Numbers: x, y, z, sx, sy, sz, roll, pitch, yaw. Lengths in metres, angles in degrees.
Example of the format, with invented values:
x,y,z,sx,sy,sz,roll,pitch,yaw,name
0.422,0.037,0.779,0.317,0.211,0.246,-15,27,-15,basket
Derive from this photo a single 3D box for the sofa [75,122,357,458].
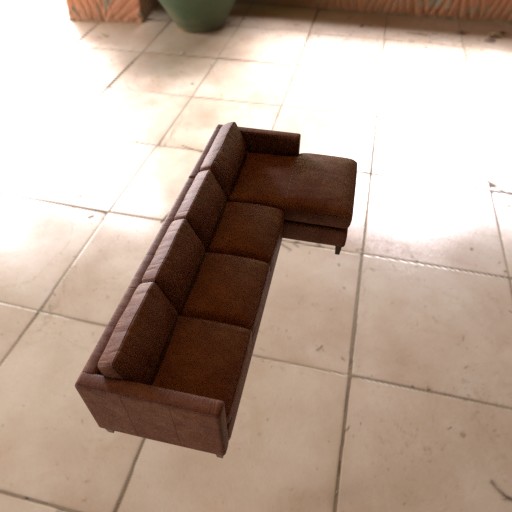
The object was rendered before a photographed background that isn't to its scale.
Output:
x,y,z,sx,sy,sz,roll,pitch,yaw,name
0.000,0.000,3.880,1.581,0.883,3.203,9,47,9,sofa
